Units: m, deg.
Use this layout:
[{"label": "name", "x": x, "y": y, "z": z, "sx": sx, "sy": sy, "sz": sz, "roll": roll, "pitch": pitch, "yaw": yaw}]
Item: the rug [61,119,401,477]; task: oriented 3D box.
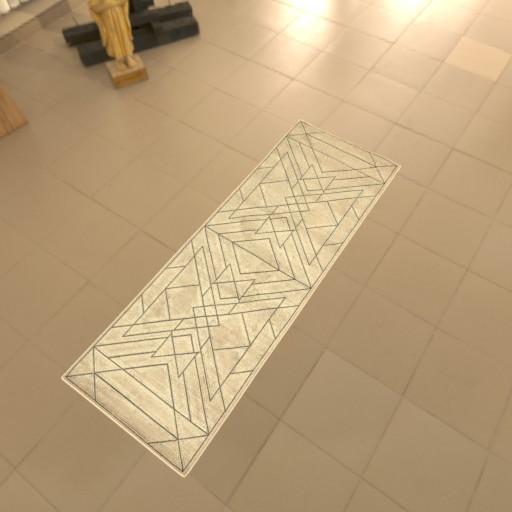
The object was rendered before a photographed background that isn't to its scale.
[{"label": "rug", "x": 0.000, "y": 0.000, "z": 2.694, "sx": 0.831, "sy": 0.036, "sz": 2.381, "roll": 30, "pitch": 63, "yaw": 17}]
